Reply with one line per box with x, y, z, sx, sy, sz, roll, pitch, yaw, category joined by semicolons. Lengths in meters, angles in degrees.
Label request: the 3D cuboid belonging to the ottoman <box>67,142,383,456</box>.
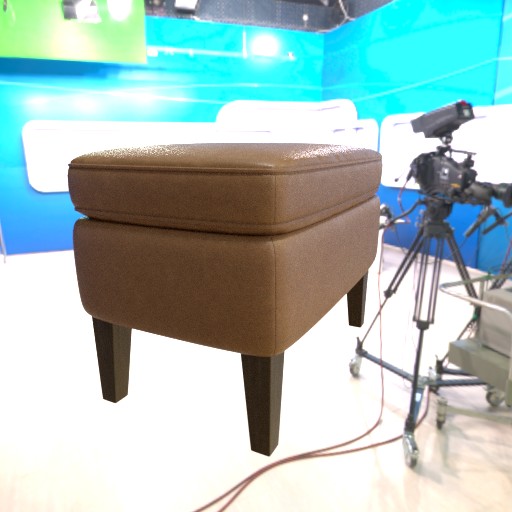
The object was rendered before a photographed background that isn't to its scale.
0.000;0.000;0.966;0.420;0.480;0.670;7;16;26;ottoman
